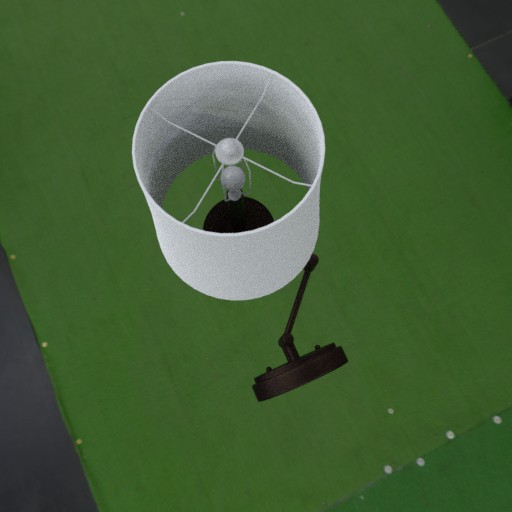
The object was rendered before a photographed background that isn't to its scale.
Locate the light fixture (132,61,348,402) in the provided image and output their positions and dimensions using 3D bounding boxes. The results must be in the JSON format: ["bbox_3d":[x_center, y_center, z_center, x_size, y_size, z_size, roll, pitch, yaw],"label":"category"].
[{"bbox_3d":[0.000,0.000,0.258,0.100,0.172,0.157,-23,77,-6],"label":"light fixture"}]
